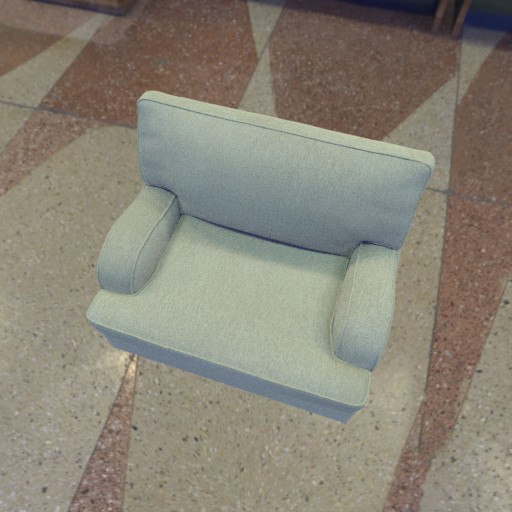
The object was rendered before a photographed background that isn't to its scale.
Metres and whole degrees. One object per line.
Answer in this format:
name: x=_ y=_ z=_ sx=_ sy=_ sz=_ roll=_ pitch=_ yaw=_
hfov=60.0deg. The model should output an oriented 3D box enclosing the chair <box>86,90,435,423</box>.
chair: x=0.000 y=0.000 z=1.986 sx=1.220 sy=1.016 sz=1.041 roll=15 pitch=60 yaw=9
